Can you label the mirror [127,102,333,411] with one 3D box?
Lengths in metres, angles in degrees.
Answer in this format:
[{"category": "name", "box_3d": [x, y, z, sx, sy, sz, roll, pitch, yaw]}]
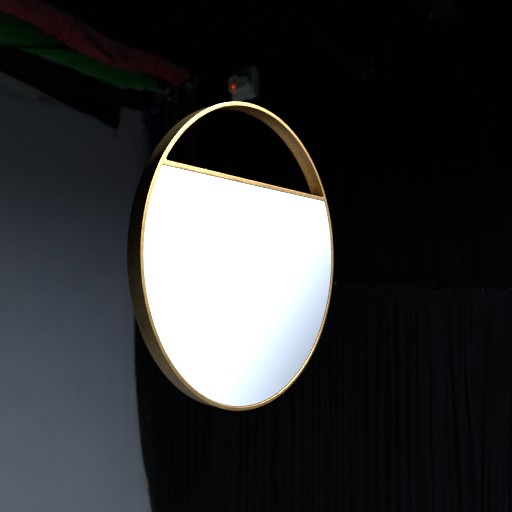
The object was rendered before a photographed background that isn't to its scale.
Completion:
[{"category": "mirror", "box_3d": [0.000, 0.000, 0.850, 0.032, 0.565, 0.565, -1, -1, 38]}]
